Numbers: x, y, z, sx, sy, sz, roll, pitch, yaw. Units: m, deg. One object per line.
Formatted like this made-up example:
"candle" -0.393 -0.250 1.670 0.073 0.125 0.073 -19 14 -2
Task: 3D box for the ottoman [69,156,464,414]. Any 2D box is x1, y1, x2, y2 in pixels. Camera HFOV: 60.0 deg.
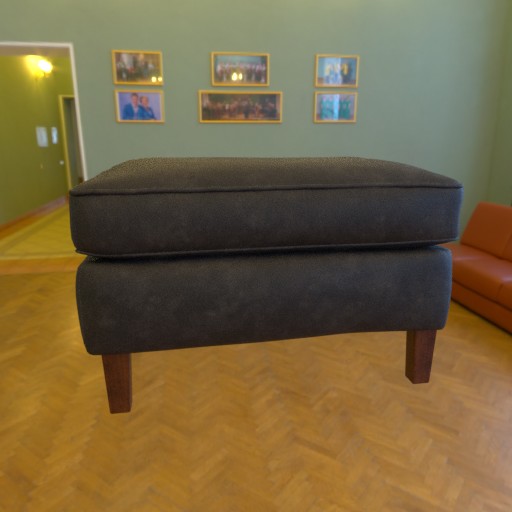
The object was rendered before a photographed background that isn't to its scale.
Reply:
"ottoman" 0.000 0.000 0.954 0.665 0.413 0.501 -3 15 -9
